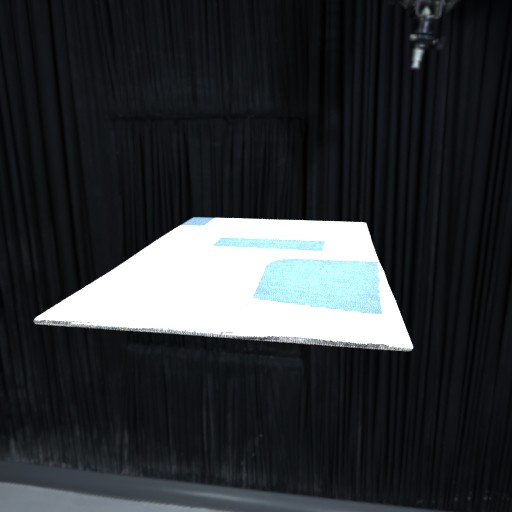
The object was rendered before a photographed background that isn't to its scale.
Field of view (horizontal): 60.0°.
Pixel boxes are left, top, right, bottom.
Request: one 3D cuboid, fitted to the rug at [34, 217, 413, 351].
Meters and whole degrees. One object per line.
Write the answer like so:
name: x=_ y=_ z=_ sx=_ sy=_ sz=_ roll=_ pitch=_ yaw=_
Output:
rug: x=0.000 y=0.000 z=2.277 sx=1.238 sy=0.020 sz=1.847 roll=3 pitch=16 yaw=9
